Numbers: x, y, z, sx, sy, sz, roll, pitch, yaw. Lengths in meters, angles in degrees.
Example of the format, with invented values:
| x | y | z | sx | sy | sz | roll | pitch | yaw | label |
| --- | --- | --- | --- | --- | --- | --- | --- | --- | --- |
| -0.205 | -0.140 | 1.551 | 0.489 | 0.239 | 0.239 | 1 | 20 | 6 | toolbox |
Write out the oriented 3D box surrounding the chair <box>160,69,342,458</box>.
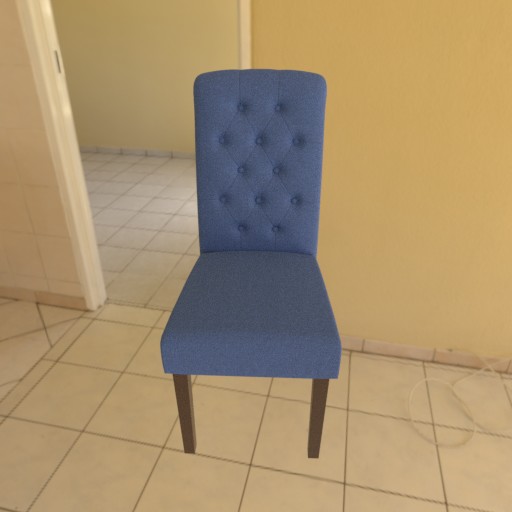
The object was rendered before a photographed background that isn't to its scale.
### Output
| x | y | z | sx | sy | sz | roll | pitch | yaw | label |
| --- | --- | --- | --- | --- | --- | --- | --- | --- | --- |
| 0.000 | 0.000 | 1.359 | 0.456 | 1.006 | 0.671 | 1 | 29 | 2 | chair |
